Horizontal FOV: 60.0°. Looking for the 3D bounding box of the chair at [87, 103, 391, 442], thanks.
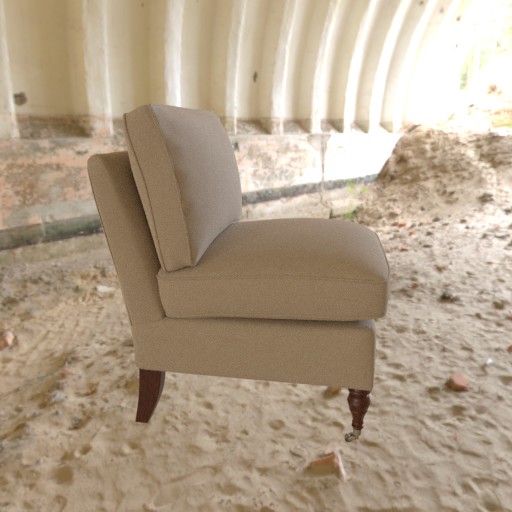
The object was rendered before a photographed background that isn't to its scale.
[{"bbox_3d":[0.000,0.000,1.652,0.912,1.052,0.724,3,16,9],"label":"chair"}]
